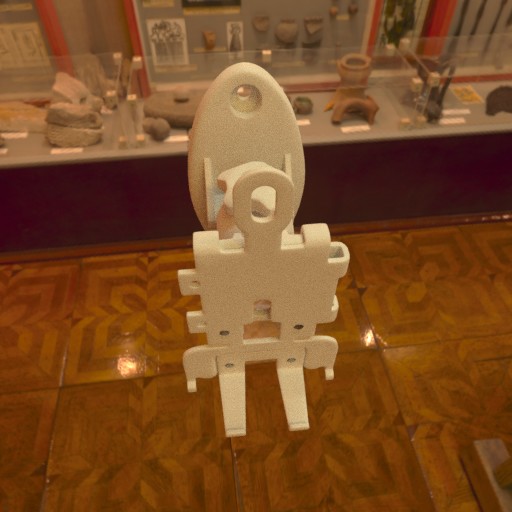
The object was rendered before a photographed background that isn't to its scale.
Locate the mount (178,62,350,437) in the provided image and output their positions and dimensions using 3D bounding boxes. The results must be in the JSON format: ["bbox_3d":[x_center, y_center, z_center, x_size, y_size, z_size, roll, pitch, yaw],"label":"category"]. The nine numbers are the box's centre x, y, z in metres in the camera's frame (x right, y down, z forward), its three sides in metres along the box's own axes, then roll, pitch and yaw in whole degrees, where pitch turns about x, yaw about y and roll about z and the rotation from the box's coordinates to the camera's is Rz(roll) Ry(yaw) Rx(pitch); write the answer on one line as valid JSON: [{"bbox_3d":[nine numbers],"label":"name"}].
[{"bbox_3d":[0.000,0.000,0.174,0.066,0.118,0.100,-4,49,-4],"label":"mount"}]
